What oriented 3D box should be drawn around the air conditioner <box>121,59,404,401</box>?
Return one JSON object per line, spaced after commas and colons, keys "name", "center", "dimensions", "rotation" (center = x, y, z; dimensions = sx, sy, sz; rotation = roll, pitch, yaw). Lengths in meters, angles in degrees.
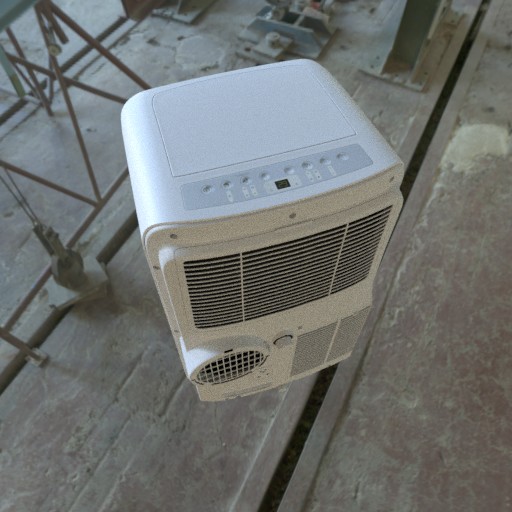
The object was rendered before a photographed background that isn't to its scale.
{"name": "air conditioner", "center": [0.000, 0.000, 1.044], "dimensions": [0.478, 0.765, 0.467], "rotation": [-16, 58, -10]}
